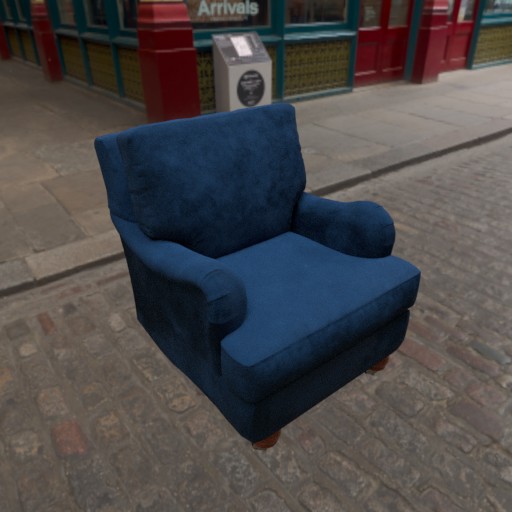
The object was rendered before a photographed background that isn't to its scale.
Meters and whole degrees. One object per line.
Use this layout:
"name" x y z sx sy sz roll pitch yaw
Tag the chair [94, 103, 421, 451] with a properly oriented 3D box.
"chair" 0.000 0.000 1.851 0.895 1.076 1.078 -21 36 -32
